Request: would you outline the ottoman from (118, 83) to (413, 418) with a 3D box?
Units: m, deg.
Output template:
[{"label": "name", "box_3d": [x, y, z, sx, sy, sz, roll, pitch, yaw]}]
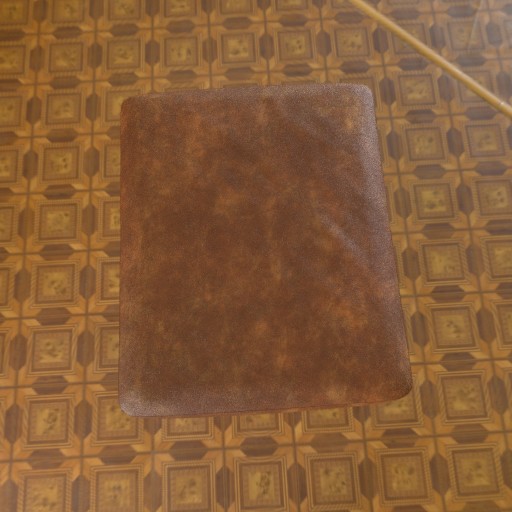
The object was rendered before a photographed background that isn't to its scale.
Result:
[{"label": "ottoman", "box_3d": [0.000, 0.000, 1.125, 0.603, 0.476, 0.751, -4, 77, -1]}]
